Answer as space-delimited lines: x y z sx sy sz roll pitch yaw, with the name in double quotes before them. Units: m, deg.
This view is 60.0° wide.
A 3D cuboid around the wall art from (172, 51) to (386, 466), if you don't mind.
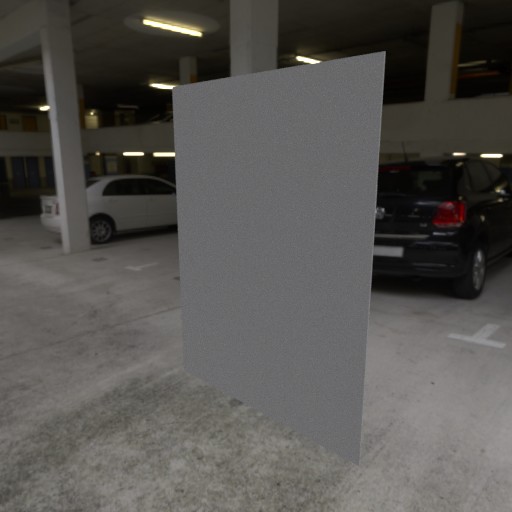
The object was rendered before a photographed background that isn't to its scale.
"wall art" 0.000 0.000 0.788 0.457 0.609 0.003 13 18 43
